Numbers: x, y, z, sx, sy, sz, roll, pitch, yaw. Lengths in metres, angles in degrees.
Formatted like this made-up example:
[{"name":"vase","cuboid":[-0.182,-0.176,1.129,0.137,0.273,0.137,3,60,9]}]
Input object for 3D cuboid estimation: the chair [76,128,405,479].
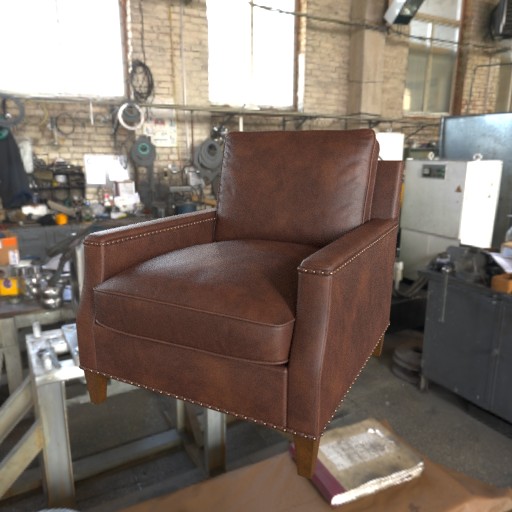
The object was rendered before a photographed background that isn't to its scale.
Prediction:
[{"name":"chair","cuboid":[0.000,0.000,1.631,0.853,0.929,1.014,7,15,27]}]
